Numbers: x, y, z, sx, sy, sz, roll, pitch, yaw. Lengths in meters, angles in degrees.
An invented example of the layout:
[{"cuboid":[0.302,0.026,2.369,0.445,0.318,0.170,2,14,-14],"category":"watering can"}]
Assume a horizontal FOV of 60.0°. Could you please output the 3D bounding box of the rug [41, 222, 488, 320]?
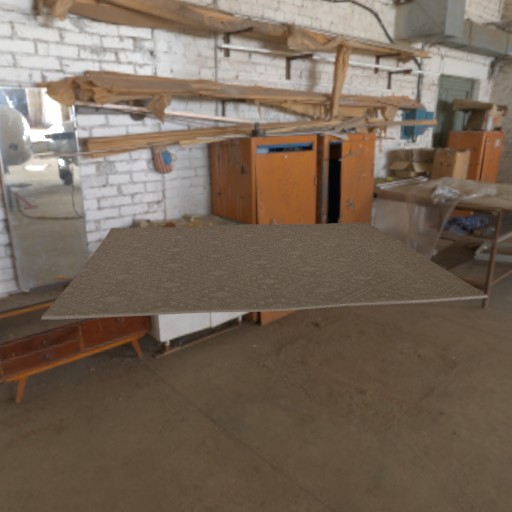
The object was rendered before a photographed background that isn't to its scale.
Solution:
[{"cuboid":[0.000,0.000,4.073,3.011,0.054,2.399,-2,17,-7],"category":"rug"}]
